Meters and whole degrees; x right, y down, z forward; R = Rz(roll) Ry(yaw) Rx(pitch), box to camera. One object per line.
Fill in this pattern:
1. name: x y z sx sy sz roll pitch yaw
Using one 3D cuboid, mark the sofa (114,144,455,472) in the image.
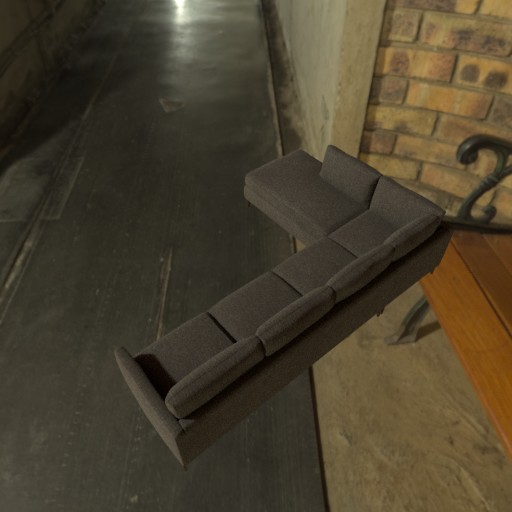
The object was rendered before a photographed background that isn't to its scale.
1. sofa: 0.000 0.000 3.917 2.949 0.815 2.007 -31 54 -26
